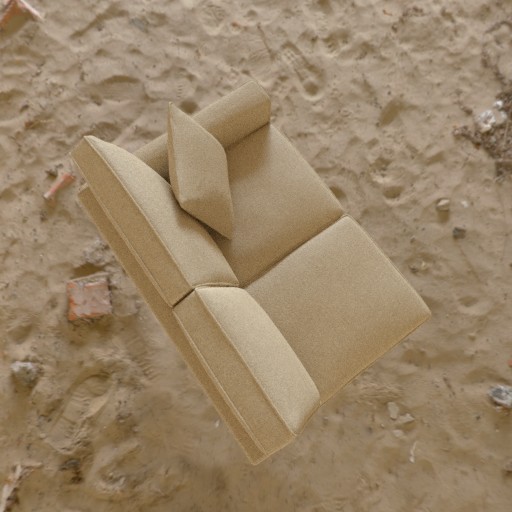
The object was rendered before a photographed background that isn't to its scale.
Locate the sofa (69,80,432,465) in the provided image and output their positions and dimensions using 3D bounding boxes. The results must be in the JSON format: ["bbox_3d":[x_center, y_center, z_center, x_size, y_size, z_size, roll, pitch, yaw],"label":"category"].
[{"bbox_3d":[0.000,0.000,2.033,0.991,0.989,1.388,-35,77,-9],"label":"sofa"}]
